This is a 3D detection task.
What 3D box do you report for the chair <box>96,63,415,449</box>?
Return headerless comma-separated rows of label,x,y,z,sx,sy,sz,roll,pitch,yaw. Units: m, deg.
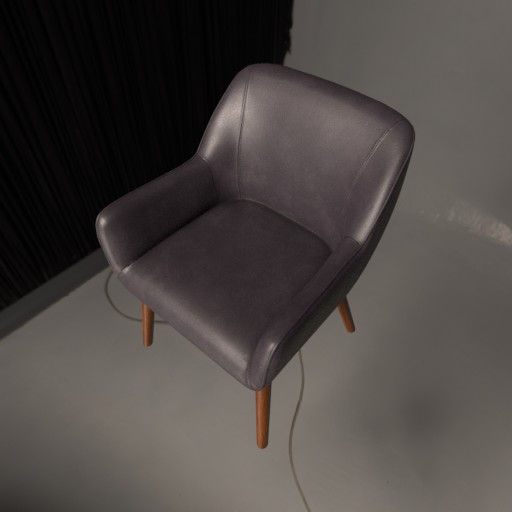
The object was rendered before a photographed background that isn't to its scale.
chair,0.000,0.000,1.270,0.610,0.828,0.610,33,55,27
